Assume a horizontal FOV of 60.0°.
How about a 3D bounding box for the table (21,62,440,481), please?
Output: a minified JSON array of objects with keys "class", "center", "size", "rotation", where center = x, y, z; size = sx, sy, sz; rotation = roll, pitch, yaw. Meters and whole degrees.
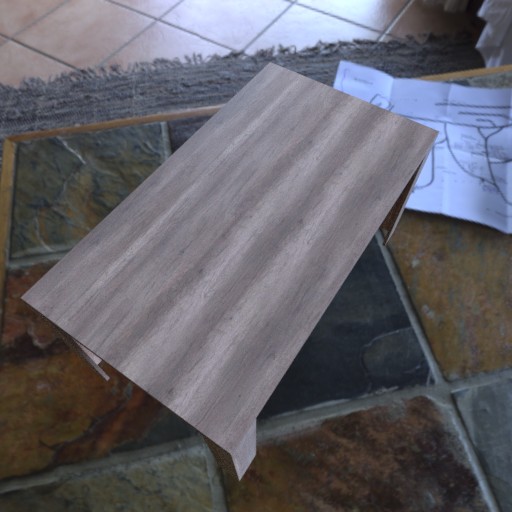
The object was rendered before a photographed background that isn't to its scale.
[{"class":"table","center":[0.000,0.000,2.088],"size":[0.900,0.775,1.600],"rotation":[30,63,17]}]
